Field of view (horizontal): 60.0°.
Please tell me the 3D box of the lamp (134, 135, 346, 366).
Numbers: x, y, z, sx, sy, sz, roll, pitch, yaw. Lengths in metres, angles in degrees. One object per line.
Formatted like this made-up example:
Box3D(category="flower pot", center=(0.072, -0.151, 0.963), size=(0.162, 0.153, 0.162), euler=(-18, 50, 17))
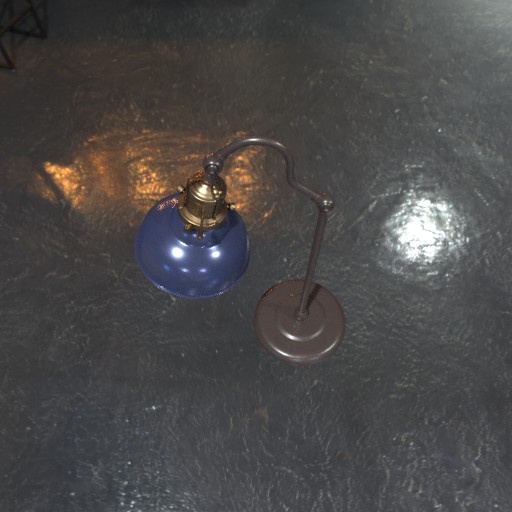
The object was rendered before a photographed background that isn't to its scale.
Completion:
Box3D(category="lamp", center=(0.000, 0.000, 0.717), size=(0.374, 0.508, 0.192), euler=(2, 58, 1))
